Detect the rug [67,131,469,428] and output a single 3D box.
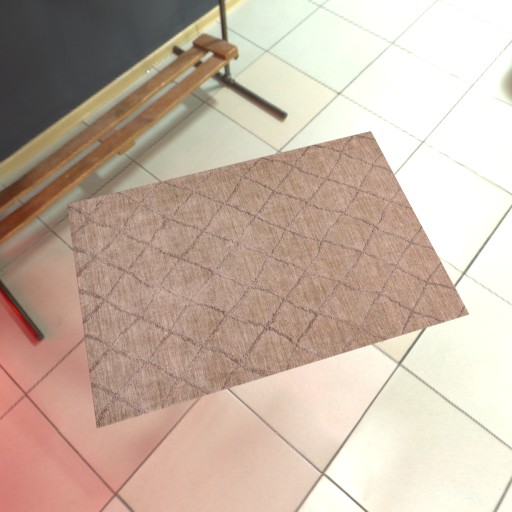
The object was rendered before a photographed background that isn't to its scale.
[{"bbox_3d":[0.000,0.000,2.900,2.280,0.015,1.521,-15,65,-7],"label":"rug"}]
